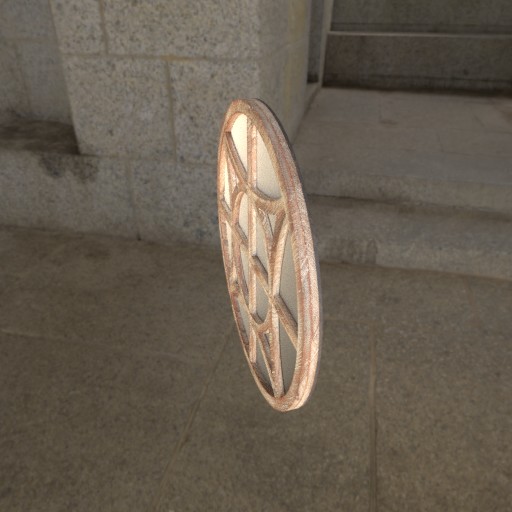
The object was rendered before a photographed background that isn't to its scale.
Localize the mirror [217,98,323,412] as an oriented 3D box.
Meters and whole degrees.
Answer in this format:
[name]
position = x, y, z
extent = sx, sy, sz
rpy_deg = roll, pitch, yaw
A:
[mirror]
position = 0.000, 0.000, 1.060
extent = 0.038, 0.710, 0.710
rpy_deg = -8, 31, -14
